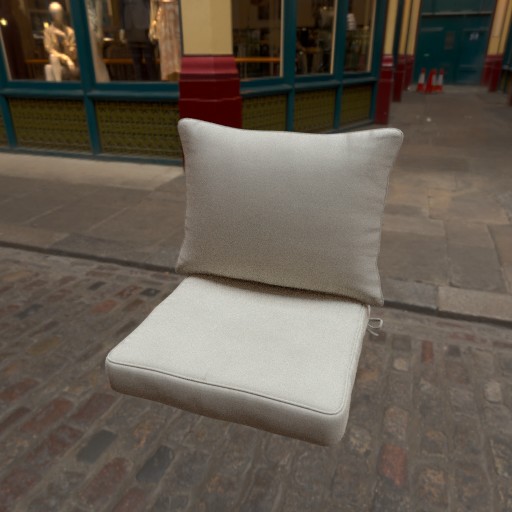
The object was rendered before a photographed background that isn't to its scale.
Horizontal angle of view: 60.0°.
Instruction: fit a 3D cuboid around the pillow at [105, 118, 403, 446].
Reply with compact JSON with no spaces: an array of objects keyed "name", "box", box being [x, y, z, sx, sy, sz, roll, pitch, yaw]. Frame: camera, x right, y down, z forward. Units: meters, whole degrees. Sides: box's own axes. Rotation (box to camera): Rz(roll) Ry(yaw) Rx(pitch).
[{"name":"pillow","box":[0.000,0.000,1.366,0.798,0.716,0.733,8,26,17]}]
